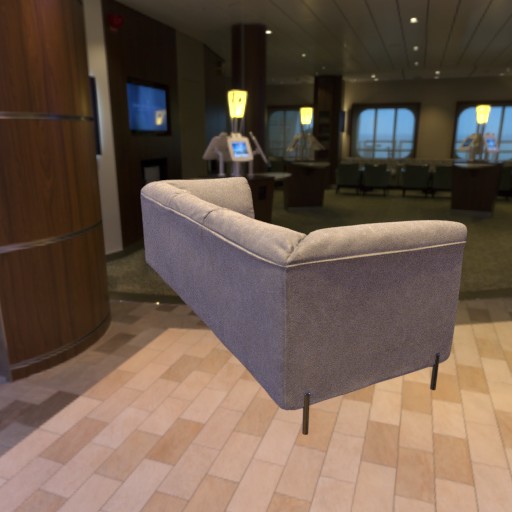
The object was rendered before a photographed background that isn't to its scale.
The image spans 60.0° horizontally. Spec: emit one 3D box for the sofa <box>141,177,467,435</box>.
[{"bbox_3d":[0.000,0.000,2.663,0.899,0.758,2.238,-8,17,-25],"label":"sofa"}]
